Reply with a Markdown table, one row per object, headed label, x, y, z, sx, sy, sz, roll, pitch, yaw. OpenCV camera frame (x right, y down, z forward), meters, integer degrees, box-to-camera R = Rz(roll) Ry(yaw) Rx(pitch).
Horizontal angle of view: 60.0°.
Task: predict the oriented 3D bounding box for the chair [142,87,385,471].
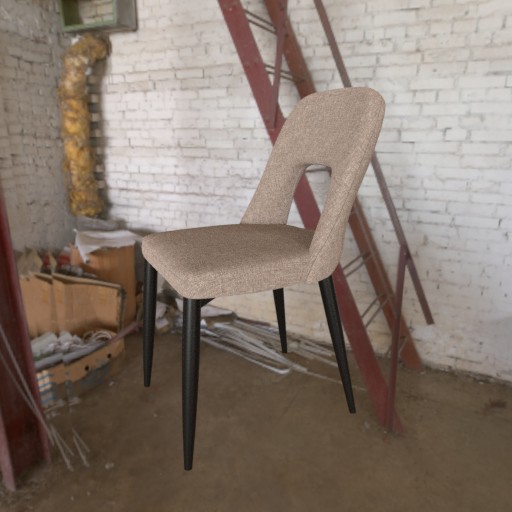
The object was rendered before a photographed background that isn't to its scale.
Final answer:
| label | x | y | z | sx | sy | sz | roll | pitch | yaw |
| --- | --- | --- | --- | --- | --- | --- | --- | --- | --- |
| chair | 0.000 | 0.000 | 1.283 | 0.612 | 0.931 | 0.470 | -8 | 18 | -26 |
